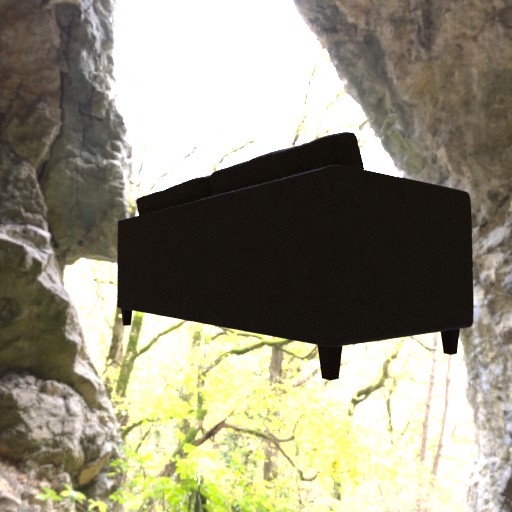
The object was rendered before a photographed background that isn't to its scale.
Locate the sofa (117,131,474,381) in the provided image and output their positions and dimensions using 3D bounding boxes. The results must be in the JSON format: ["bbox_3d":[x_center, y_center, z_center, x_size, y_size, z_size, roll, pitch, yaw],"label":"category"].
[{"bbox_3d":[0.000,0.000,2.664,0.951,0.965,2.208,2,-3,-37],"label":"sofa"}]
